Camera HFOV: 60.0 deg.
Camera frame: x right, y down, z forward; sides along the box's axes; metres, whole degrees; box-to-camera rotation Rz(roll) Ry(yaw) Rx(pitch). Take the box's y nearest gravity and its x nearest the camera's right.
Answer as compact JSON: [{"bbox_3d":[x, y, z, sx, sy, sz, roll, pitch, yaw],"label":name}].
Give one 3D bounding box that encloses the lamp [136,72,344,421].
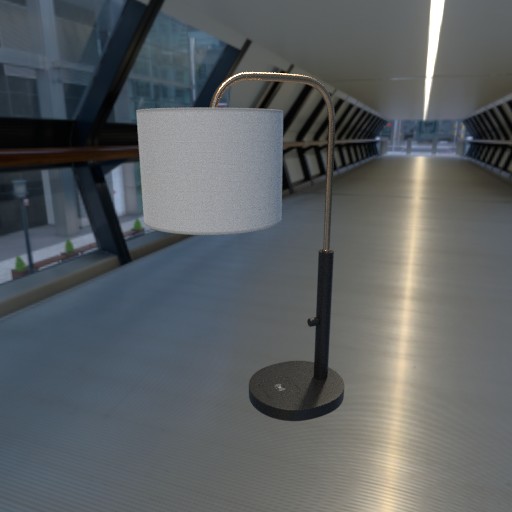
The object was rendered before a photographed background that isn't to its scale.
[{"bbox_3d":[0.000,0.000,0.699,0.337,0.540,0.199,-7,17,-25],"label":"lamp"}]
